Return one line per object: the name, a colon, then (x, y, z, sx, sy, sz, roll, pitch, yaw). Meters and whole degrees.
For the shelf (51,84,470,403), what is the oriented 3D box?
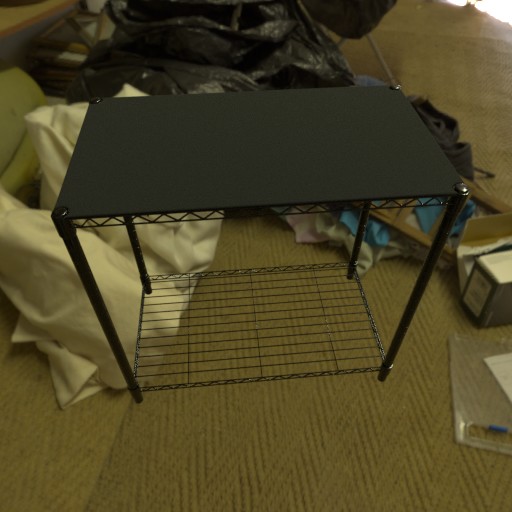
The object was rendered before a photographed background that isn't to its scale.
shelf: (0.000, 0.000, 0.929, 0.589, 0.564, 0.338, -4, 47, -4)
